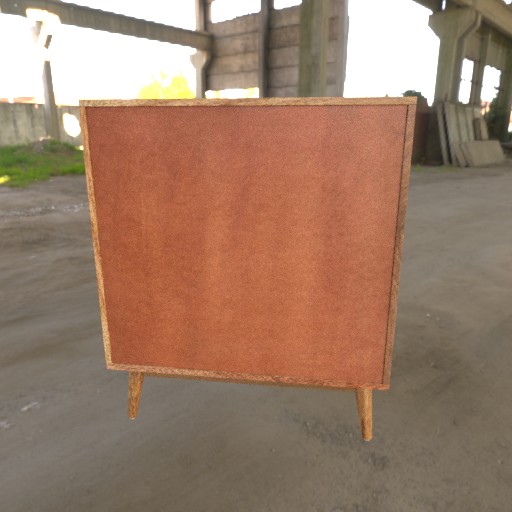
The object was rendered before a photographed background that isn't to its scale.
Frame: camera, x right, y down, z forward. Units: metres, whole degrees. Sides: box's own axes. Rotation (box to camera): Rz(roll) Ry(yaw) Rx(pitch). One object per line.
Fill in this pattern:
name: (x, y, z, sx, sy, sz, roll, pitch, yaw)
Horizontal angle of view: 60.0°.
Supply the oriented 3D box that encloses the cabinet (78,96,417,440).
cabinet: (0.000, 0.000, 1.166, 0.647, 0.758, 0.473, 2, 16, 8)
